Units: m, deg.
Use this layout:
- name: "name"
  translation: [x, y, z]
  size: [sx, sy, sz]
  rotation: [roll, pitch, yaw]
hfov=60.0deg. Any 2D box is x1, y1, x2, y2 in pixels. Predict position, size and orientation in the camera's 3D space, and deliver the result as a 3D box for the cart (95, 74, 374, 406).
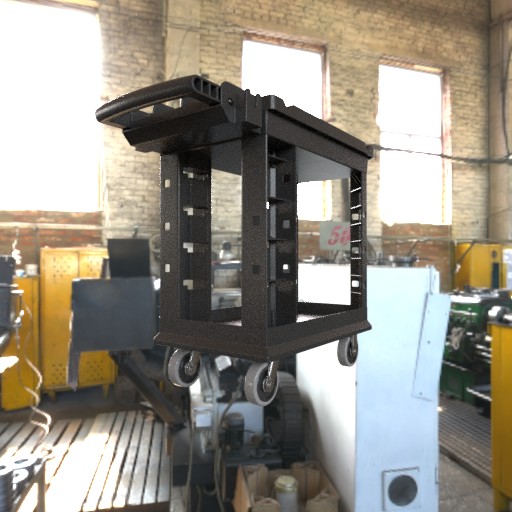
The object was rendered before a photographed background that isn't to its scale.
- name: "cart"
  translation: [0.000, 0.000, 1.561]
  size: [0.497, 0.884, 1.061]
  rotation: [0, -1, 37]
